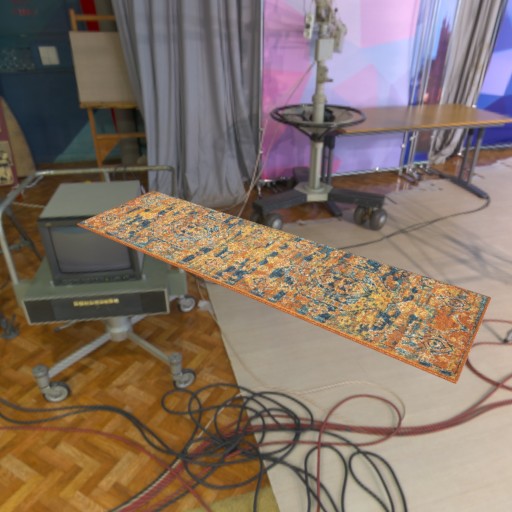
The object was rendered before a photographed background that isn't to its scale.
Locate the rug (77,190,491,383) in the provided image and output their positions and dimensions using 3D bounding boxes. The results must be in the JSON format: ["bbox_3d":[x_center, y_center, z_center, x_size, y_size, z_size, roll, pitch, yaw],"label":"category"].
[{"bbox_3d":[0.000,0.000,2.433,2.274,0.016,0.651,20,36,29],"label":"rug"}]
